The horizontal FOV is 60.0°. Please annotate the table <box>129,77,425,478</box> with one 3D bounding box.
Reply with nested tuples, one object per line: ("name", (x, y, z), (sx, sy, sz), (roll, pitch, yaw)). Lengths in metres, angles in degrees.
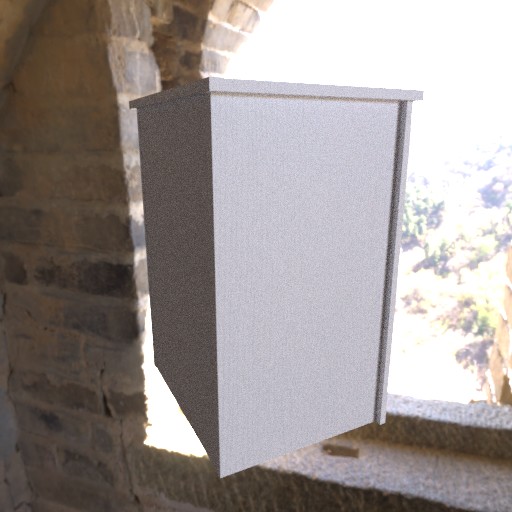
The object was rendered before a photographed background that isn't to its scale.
("table", (0.000, 0.000, 0.934), (0.381, 0.635, 0.480), (-8, 17, -26))
